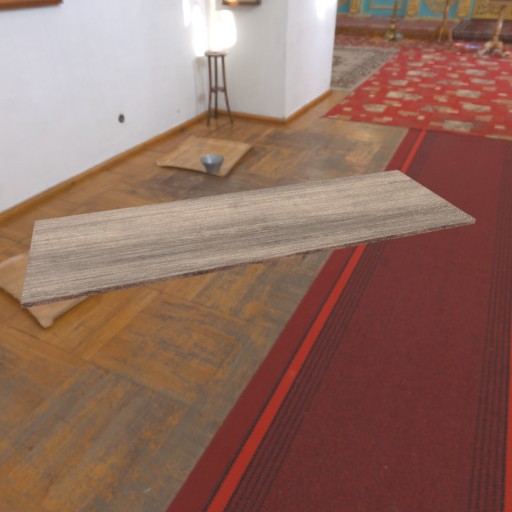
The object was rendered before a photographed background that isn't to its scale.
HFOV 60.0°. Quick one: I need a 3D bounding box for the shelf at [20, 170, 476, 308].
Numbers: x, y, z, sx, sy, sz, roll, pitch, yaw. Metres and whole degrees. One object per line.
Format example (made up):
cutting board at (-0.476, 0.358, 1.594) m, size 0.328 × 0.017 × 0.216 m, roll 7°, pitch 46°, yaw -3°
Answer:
shelf at (0.000, 0.000, 0.678) m, size 0.610 × 0.125 × 0.200 m, roll -10°, pitch 34°, yaw -15°
